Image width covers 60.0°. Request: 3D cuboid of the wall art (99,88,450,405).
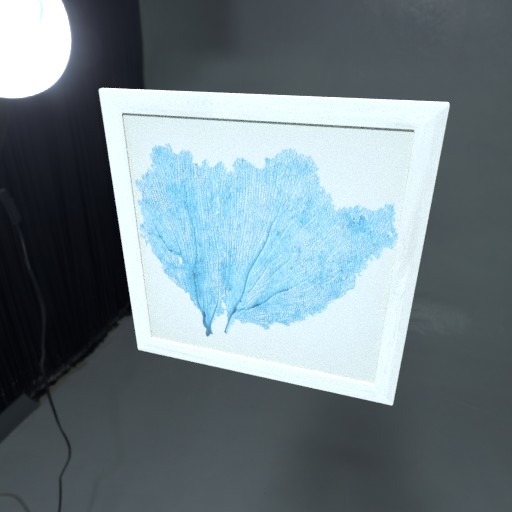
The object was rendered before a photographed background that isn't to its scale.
[{"bbox_3d":[0.000,0.000,0.848,0.584,0.584,0.013,8,28,16],"label":"wall art"}]
